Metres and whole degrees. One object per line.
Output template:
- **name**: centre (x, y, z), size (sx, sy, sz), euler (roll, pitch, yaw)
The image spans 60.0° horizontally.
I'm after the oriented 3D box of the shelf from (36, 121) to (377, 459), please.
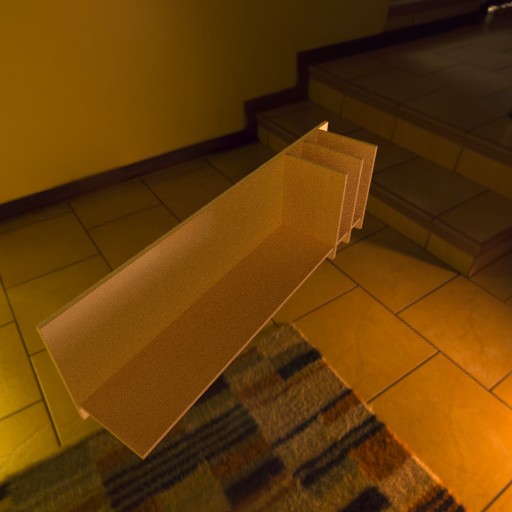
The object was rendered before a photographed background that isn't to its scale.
- **shelf**: centre (0.000, 0.000, 1.126), size (0.200, 0.300, 1.020), euler (25, 47, 26)
